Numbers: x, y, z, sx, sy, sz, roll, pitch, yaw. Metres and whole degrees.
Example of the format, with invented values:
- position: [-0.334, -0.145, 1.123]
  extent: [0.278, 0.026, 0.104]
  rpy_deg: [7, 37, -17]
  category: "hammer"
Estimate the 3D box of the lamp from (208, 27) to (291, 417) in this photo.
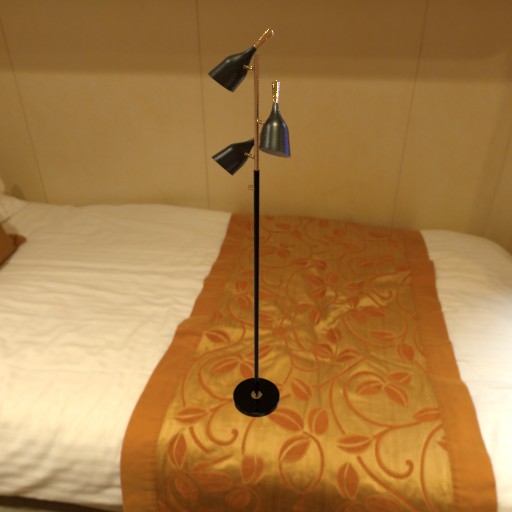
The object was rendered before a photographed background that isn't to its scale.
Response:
- position: [0.000, 0.000, 1.943]
  extent: [0.253, 1.778, 0.434]
  rpy_deg: [-21, 36, -31]
  category: "lamp"
